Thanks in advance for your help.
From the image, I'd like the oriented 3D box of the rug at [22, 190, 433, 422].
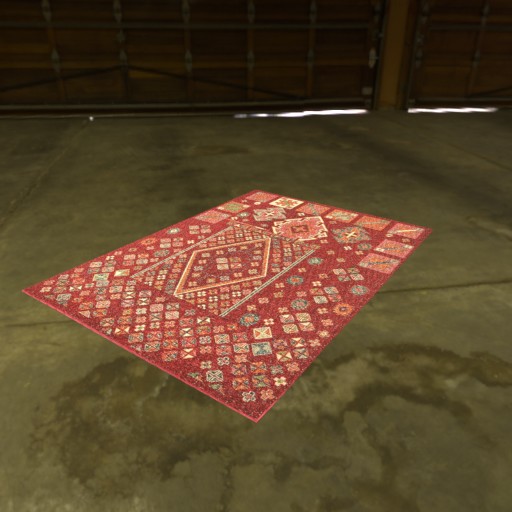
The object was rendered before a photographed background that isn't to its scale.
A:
[{"bbox_3d":[0.000,0.000,2.797,1.579,0.007,2.184,18,31,32],"label":"rug"}]
